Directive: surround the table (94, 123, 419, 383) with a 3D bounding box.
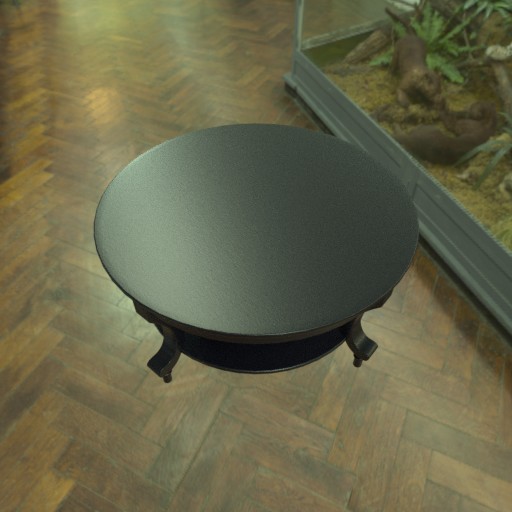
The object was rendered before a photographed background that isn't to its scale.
[{"bbox_3d":[0.000,0.000,1.611,1.029,0.491,1.029,0,46,0],"label":"table"}]
